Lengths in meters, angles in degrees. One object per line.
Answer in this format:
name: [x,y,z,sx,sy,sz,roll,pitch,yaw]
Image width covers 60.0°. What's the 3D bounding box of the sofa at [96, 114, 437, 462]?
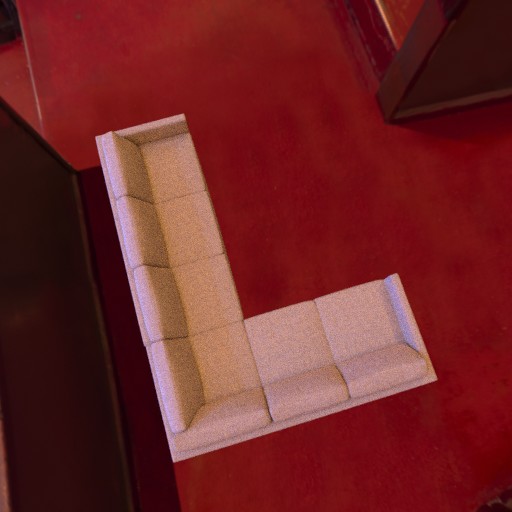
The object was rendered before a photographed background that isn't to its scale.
sofa: [0.000,0.000,4.410,2.432,0.863,3.182,-16,78,-4]
